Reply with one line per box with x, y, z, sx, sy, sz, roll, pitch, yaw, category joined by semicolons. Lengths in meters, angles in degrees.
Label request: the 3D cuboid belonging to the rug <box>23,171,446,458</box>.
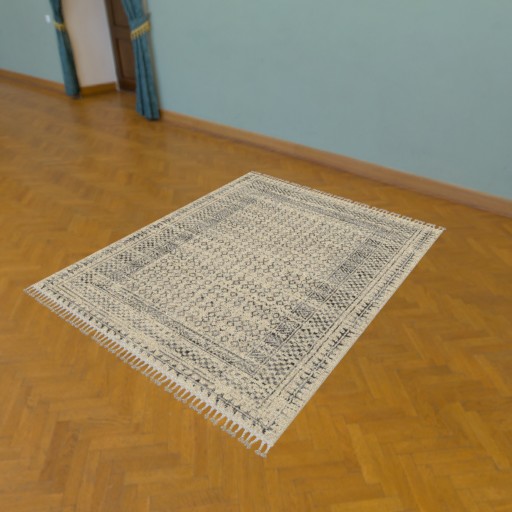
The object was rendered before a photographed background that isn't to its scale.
0.000;0.000;3.794;2.312;0.013;2.940;23;40;30;rug
